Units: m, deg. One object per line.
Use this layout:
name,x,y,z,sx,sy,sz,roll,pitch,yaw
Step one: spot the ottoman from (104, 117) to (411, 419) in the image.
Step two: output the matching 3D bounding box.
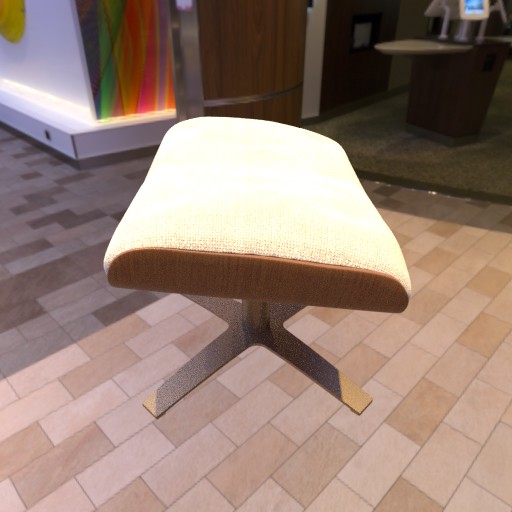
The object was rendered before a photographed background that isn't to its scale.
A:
ottoman,0.000,0.000,0.801,0.394,0.391,0.520,-1,32,-1
